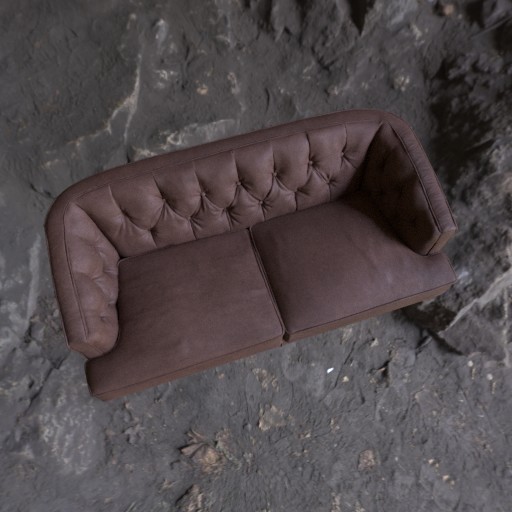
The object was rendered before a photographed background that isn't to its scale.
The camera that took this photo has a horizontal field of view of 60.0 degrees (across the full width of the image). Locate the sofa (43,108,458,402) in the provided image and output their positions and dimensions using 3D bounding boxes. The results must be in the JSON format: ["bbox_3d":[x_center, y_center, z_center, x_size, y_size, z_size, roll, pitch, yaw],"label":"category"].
[{"bbox_3d":[0.000,0.000,2.201,1.767,0.799,0.917,-16,66,-7],"label":"sofa"}]
